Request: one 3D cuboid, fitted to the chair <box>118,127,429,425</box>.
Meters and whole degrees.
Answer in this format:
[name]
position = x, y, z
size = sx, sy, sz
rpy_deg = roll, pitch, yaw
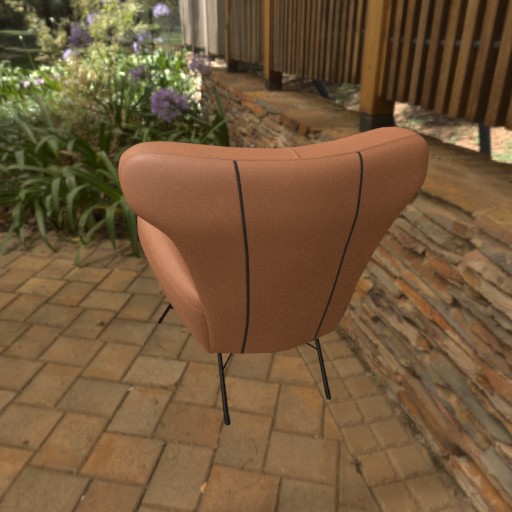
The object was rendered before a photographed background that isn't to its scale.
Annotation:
[chair]
position = 0.000, 0.000, 1.791
size = 0.980, 1.050, 0.900
rpy_deg = -8, 27, -16
